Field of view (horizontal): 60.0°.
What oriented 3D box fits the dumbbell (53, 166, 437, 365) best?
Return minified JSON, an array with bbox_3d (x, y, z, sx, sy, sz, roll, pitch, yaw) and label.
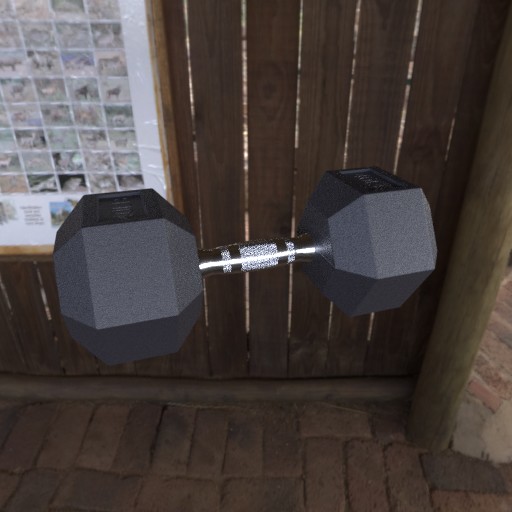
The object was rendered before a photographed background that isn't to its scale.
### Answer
[{"bbox_3d":[0.000,0.000,0.446,0.361,0.137,0.157,-9,28,-16],"label":"dumbbell"}]
